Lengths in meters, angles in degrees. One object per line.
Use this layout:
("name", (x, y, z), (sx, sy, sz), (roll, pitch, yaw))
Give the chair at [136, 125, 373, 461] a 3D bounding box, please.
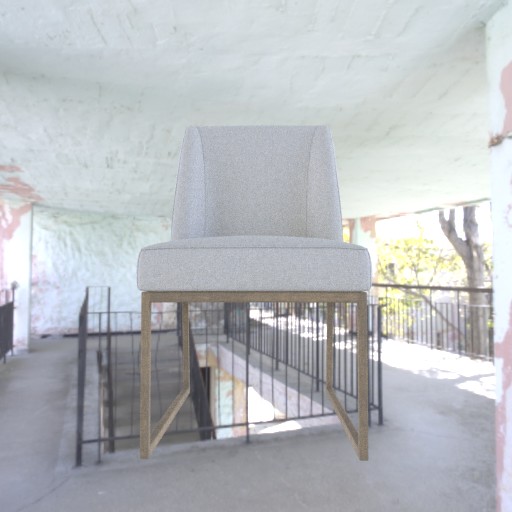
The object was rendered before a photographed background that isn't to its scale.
("chair", (0.000, 0.000, 1.181), (0.508, 0.863, 0.522), (0, -2, 1))
